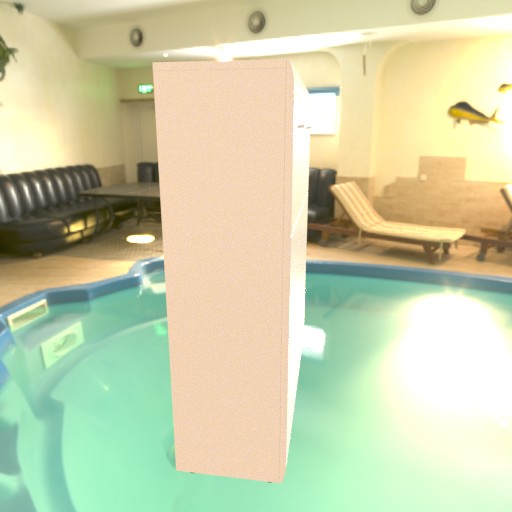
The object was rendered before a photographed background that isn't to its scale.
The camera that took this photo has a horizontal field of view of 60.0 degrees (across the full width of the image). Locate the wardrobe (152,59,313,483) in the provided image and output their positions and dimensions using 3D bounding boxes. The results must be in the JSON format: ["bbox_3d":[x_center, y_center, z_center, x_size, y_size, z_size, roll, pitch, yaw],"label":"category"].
[{"bbox_3d":[0.000,0.000,1.627,0.360,1.200,0.900,3,16,9],"label":"wardrobe"}]
